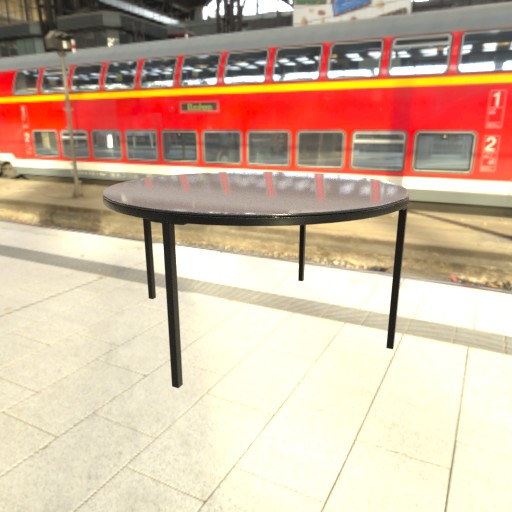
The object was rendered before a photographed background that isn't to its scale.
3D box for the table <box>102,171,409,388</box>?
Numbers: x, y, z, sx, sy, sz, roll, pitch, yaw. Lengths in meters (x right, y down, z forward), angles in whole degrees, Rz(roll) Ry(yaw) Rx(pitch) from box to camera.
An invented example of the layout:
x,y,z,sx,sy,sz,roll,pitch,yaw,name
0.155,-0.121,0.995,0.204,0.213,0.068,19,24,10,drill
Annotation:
x,y,z,sx,sy,sz,roll,pitch,yaw,name
0.000,0.000,1.270,0.800,0.400,0.800,0,16,0,table
